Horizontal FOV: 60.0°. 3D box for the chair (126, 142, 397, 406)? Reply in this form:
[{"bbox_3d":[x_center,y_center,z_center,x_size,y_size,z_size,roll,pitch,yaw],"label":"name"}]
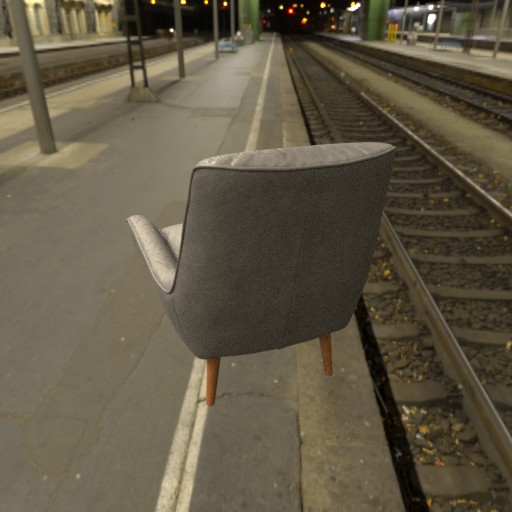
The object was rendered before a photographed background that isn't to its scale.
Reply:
[{"bbox_3d":[0.000,0.000,1.501,0.787,0.888,0.822,-9,29,-17],"label":"chair"}]
